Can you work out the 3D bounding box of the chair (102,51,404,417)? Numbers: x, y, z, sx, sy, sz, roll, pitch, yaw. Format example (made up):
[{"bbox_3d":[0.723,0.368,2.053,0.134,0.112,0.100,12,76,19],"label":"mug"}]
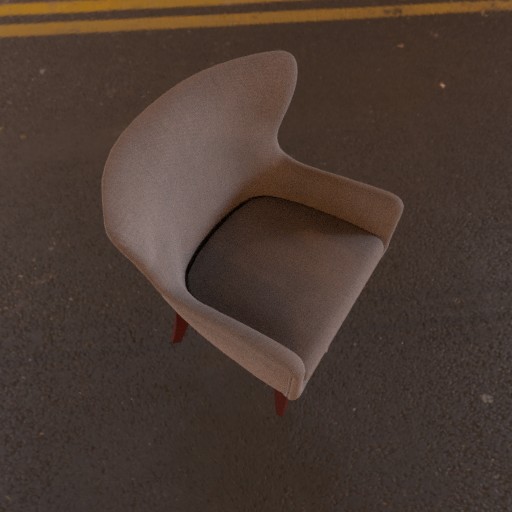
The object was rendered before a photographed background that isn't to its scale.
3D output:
[{"bbox_3d":[0.000,0.000,1.424,0.677,0.948,0.732,29,63,17],"label":"chair"}]
